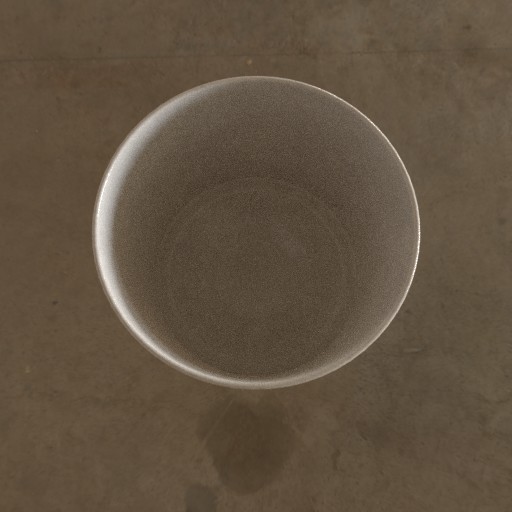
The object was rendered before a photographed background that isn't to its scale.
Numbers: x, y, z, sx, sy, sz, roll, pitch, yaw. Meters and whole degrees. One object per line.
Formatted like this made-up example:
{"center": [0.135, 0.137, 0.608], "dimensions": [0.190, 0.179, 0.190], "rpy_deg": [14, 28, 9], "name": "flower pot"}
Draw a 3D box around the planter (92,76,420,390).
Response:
{"center": [0.000, 0.000, 0.344], "dimensions": [0.190, 0.181, 0.190], "rpy_deg": [0, 76, 0], "name": "planter"}
